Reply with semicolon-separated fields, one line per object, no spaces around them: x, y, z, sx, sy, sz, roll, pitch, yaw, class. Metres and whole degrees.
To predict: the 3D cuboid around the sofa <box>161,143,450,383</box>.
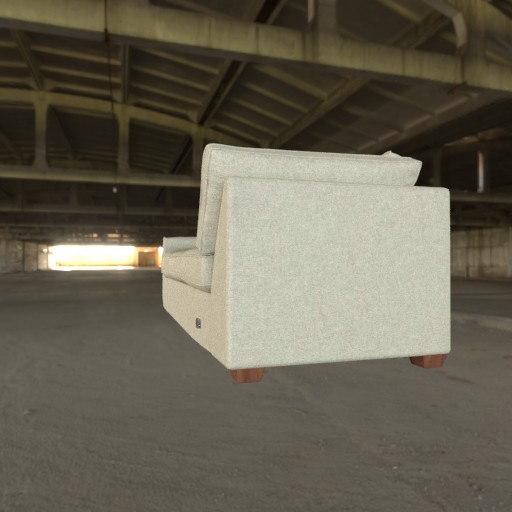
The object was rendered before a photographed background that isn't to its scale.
0.000;0.000;2.836;1.061;0.962;2.317;0;0;-17;sofa
